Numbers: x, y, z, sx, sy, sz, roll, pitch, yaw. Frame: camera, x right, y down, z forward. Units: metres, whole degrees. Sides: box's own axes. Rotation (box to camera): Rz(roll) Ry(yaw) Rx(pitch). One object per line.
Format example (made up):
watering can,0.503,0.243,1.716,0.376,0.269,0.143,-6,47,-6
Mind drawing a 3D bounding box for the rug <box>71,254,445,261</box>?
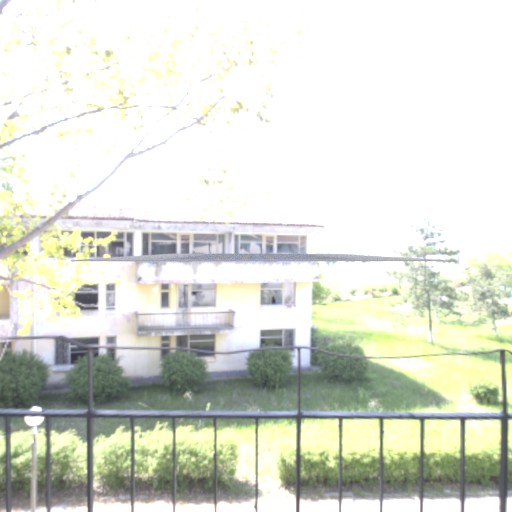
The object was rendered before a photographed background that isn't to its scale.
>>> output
rug,0.000,0.000,2.355,1.219,0.005,1.828,0,1,0
